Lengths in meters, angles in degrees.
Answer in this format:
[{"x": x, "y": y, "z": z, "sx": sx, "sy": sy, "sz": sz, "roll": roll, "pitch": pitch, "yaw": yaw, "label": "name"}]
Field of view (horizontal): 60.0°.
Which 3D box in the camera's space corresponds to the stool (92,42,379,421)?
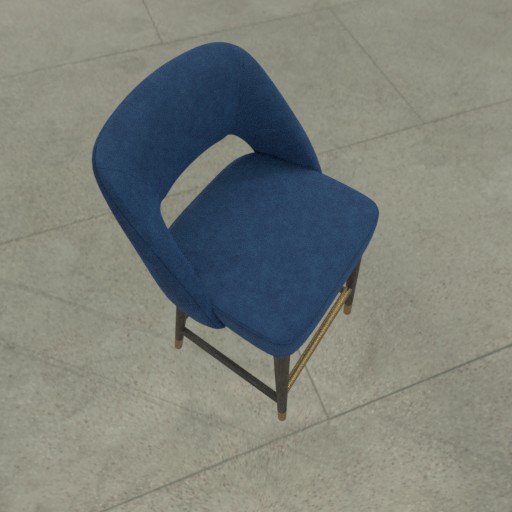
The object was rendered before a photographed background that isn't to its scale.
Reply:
[{"x": 0.000, "y": 0.000, "z": 1.190, "sx": 0.524, "sy": 0.925, "sz": 0.536, "roll": 30, "pitch": 63, "yaw": 17, "label": "stool"}]
